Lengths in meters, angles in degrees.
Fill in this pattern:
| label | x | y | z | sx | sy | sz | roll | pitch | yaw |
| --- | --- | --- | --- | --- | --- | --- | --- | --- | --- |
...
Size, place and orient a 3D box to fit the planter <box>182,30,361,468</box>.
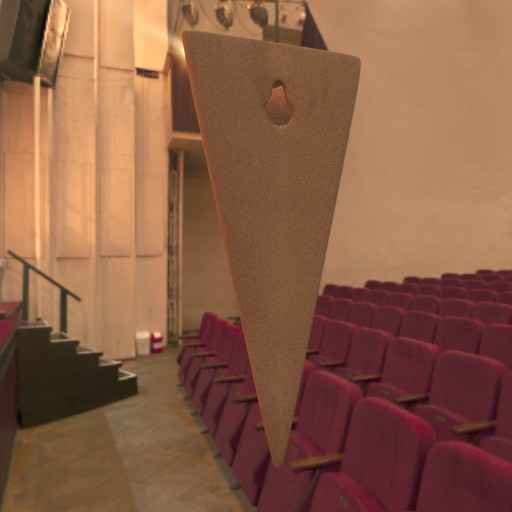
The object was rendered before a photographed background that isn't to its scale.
| label | x | y | z | sx | sy | sz | roll | pitch | yaw |
| --- | --- | --- | --- | --- | --- | --- | --- | --- | --- |
| planter | 0.000 | 0.000 | 0.270 | 0.101 | 0.224 | 0.081 | 0 | 0 | -18 |
